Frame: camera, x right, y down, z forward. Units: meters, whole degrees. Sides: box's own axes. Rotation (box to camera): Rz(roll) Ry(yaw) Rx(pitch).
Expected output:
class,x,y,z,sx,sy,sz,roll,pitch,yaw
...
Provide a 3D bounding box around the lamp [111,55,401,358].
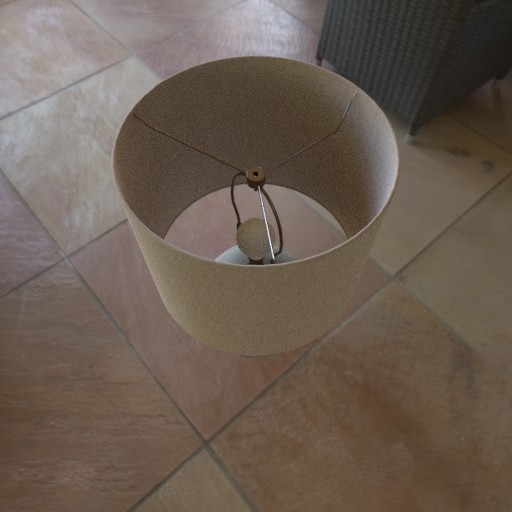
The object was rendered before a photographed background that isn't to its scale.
class,x,y,z,sx,sy,sz,roll,pitch,yaw
lamp,0.000,0.000,0.591,0.269,0.409,0.269,-34,65,-18
